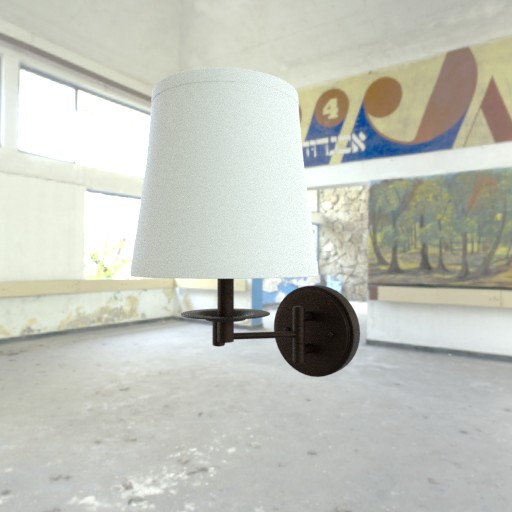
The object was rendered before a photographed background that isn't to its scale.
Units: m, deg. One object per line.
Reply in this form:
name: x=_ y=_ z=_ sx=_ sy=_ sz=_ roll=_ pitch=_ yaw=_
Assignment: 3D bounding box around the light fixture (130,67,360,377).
light fixture: x=0.000 y=0.000 z=0.265 sx=0.100 sy=0.172 sz=0.157 roll=-1 pitch=-1 yaw=36
